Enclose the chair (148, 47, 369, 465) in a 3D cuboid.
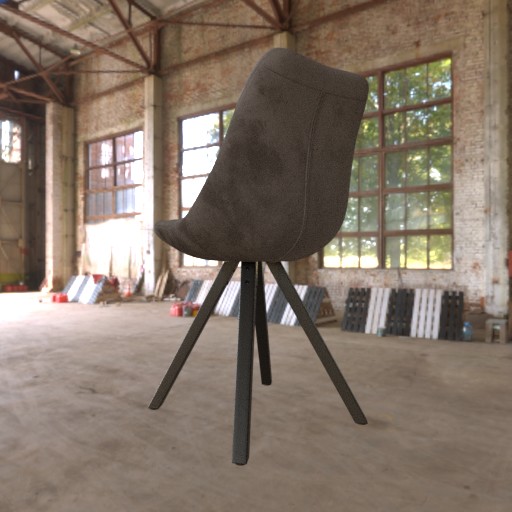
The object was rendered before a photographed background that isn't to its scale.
[{"bbox_3d":[0.000,0.000,1.181,0.476,0.850,0.550,0,0,-36],"label":"chair"}]
